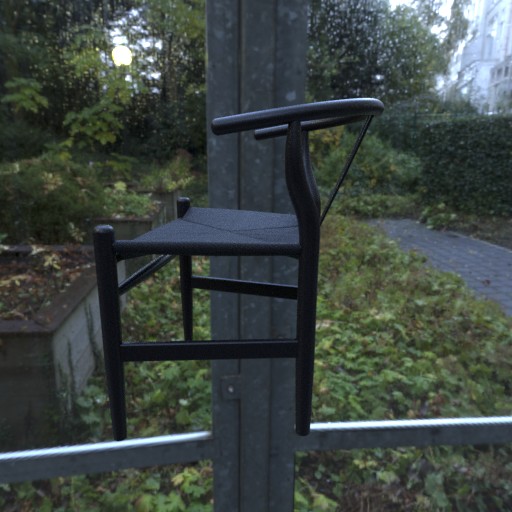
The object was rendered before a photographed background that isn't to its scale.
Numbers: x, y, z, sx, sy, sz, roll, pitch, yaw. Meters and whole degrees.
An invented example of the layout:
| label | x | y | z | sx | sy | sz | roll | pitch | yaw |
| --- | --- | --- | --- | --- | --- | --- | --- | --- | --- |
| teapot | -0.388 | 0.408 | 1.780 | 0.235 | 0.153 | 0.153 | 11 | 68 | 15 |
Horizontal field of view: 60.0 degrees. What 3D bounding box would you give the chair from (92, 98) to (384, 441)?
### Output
| label | x | y | z | sx | sy | sz | roll | pitch | yaw |
| --- | --- | --- | --- | --- | --- | --- | --- | --- | --- |
| chair | 0.000 | 0.000 | 1.122 | 0.579 | 0.730 | 0.569 | 2 | 14 | 8 |
